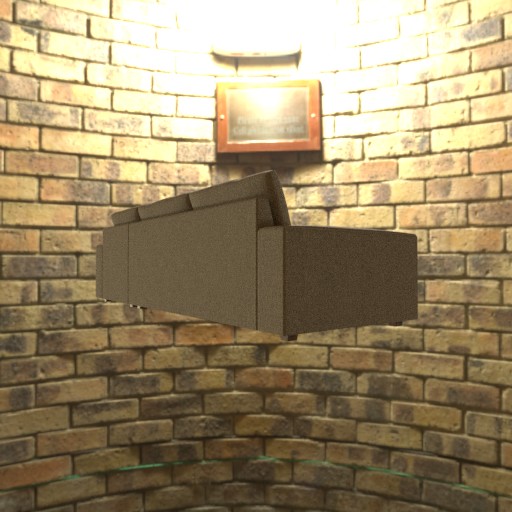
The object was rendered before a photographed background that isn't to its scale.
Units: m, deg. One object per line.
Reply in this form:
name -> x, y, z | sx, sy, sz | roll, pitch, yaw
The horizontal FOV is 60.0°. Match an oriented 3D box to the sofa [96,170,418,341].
sofa -> 0.000, 0.000, 3.503 | 1.689, 0.813, 2.718 | 1, -1, -36
